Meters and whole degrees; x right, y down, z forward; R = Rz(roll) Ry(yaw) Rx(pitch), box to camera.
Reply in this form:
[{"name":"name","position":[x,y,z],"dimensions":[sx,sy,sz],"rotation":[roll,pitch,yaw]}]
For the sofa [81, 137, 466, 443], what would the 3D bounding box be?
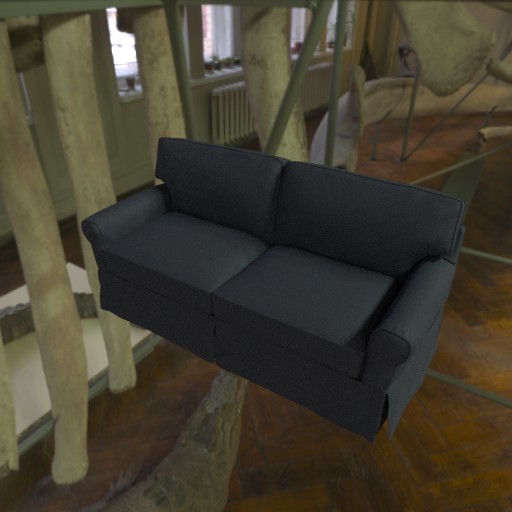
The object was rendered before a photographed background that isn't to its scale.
[{"name":"sofa","position":[0.000,0.000,2.815],"dimensions":[2.256,1.094,0.983],"rotation":[18,36,28]}]
